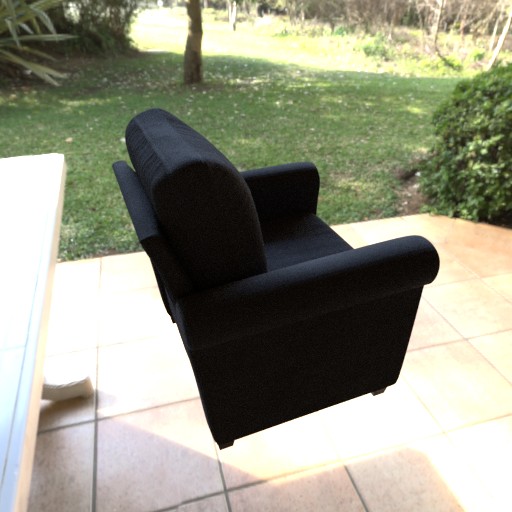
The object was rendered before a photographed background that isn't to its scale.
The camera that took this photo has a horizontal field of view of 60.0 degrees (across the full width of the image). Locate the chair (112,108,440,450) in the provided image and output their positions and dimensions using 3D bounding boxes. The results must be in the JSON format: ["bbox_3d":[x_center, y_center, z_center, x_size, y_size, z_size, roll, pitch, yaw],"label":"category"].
[{"bbox_3d":[0.000,0.000,1.565,0.828,0.942,0.867,-12,33,-19],"label":"chair"}]
